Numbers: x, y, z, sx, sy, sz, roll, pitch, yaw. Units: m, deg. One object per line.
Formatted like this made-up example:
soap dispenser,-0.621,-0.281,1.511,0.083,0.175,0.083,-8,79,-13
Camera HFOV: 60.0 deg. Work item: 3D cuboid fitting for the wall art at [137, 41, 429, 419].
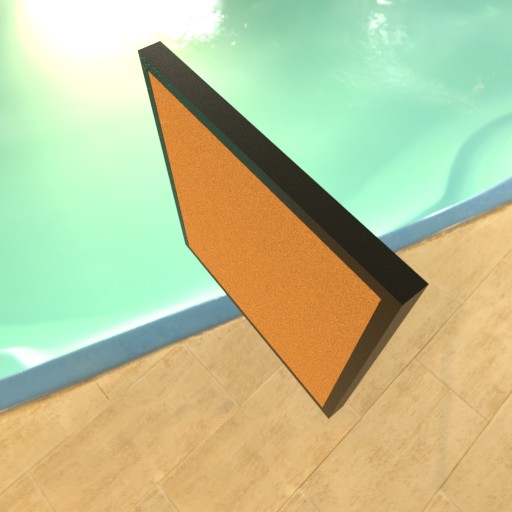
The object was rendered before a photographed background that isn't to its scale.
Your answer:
wall art,0.000,0.000,0.748,0.038,0.506,0.506,-33,64,-19
